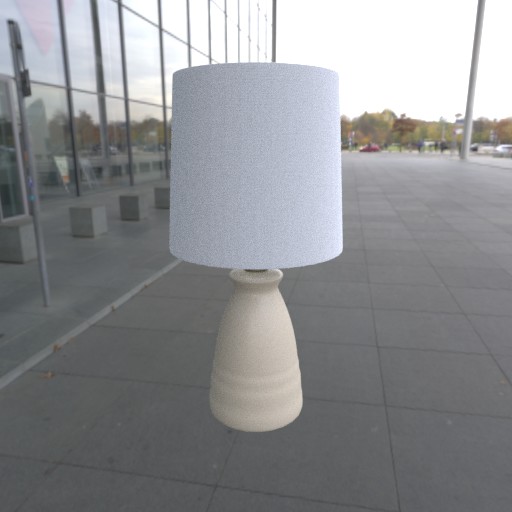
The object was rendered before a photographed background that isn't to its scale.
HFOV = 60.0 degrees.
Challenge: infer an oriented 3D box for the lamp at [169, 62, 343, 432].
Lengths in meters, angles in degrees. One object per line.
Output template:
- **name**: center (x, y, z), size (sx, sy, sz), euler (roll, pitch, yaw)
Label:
- **lamp**: center (0.000, 0.000, 0.488), size (0.186, 0.369, 0.186), euler (0, 14, 0)
